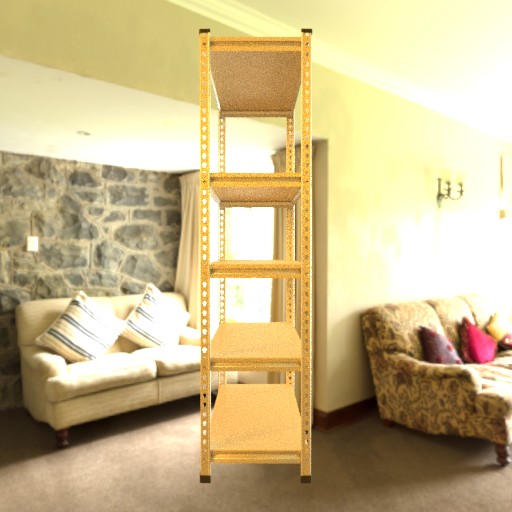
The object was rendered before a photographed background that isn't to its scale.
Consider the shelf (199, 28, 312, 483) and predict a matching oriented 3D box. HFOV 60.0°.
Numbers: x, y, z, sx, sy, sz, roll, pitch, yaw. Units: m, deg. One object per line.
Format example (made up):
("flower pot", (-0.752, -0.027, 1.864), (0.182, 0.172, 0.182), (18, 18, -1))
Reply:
("shelf", (0.000, 0.000, 2.239), (0.457, 1.829, 0.914), (0, 1, 0))
